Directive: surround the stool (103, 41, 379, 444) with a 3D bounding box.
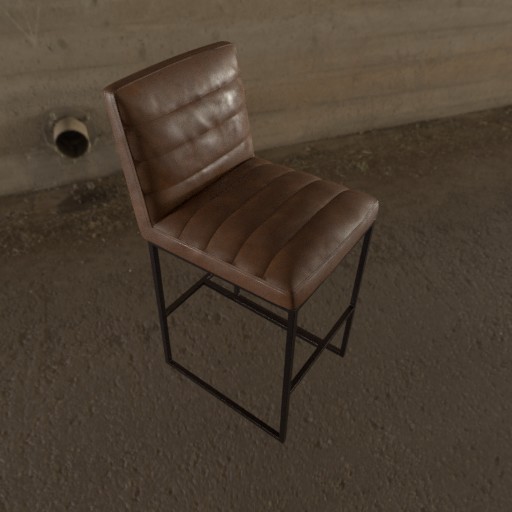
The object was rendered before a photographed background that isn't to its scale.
[{"bbox_3d":[0.000,0.000,1.354,0.562,1.065,0.463,26,48,26],"label":"stool"}]
